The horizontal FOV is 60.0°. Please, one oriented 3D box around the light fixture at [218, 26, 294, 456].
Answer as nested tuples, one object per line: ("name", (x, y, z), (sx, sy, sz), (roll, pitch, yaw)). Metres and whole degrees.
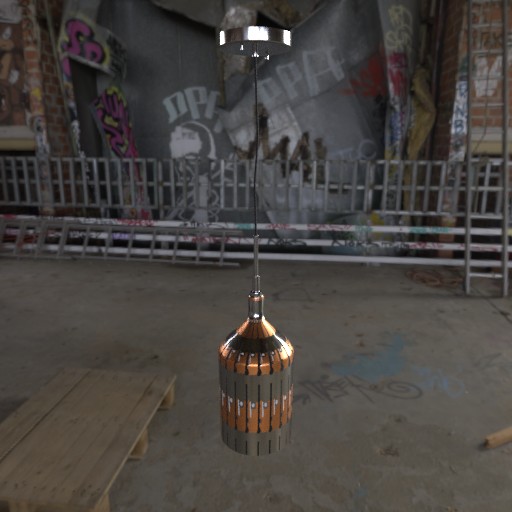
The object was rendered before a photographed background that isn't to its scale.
("light fixture", (0.000, 0.000, 1.688), (0.303, 1.535, 0.303), (0, 14, 0))
